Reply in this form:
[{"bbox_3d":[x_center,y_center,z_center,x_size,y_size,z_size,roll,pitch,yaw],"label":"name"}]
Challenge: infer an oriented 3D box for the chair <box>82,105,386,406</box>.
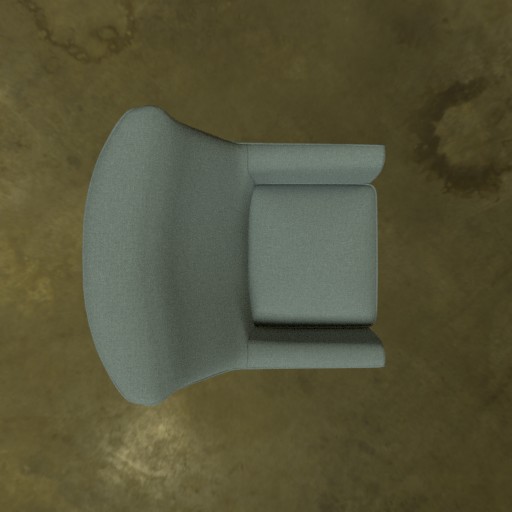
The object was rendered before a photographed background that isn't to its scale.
[{"bbox_3d":[0.000,0.000,1.546,0.879,0.916,0.756,0,90,-1],"label":"chair"}]
